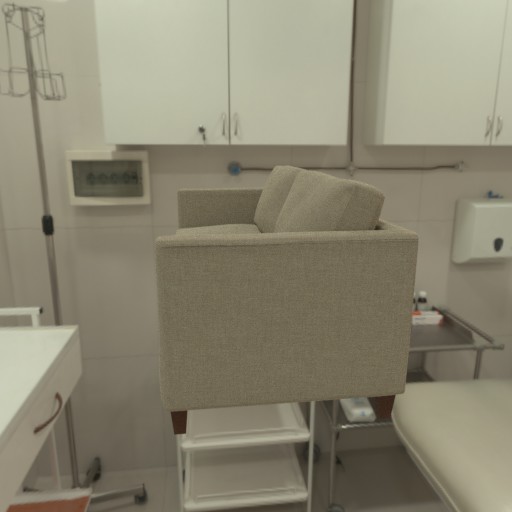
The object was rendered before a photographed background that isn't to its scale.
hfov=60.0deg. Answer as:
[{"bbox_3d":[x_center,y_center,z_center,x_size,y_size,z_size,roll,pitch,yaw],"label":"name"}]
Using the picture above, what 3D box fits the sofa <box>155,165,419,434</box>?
[{"bbox_3d":[0.000,0.000,2.453,0.951,0.947,1.884,-2,14,-7],"label":"sofa"}]
